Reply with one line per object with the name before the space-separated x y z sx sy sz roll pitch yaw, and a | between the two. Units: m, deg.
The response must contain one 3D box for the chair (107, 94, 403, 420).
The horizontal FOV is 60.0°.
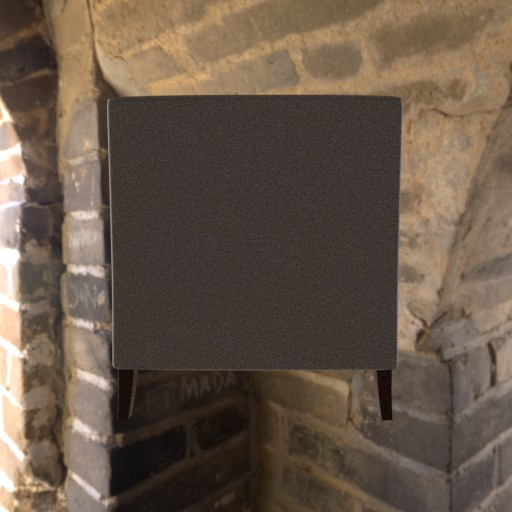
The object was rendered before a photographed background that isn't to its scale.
chair | 0.000 0.000 1.879 0.982 1.056 1.040 0 -1 1
